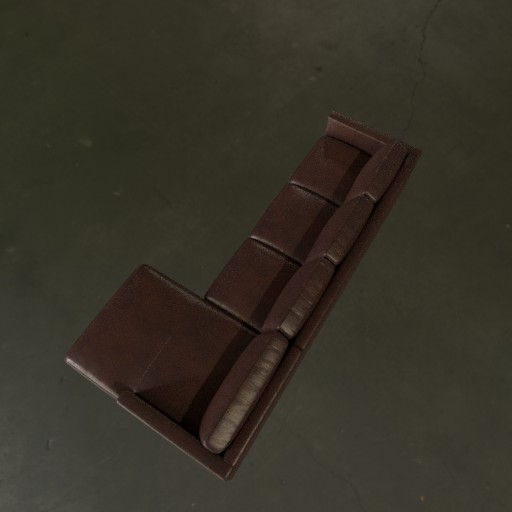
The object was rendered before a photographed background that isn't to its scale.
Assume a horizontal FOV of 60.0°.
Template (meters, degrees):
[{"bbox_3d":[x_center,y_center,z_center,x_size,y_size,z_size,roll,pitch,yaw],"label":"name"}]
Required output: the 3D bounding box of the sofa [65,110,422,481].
[{"bbox_3d":[0.000,0.000,3.900,1.581,0.883,3.203,30,67,14],"label":"sofa"}]
